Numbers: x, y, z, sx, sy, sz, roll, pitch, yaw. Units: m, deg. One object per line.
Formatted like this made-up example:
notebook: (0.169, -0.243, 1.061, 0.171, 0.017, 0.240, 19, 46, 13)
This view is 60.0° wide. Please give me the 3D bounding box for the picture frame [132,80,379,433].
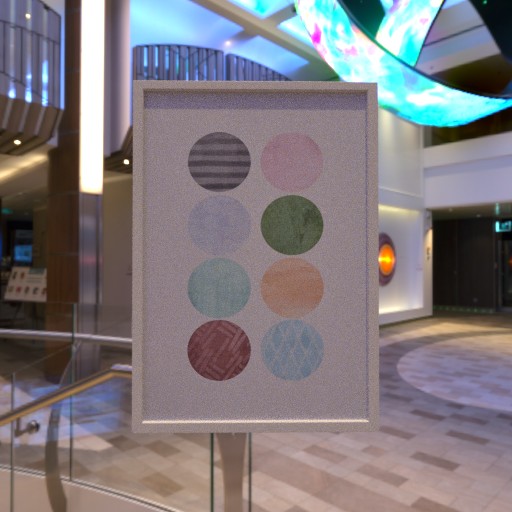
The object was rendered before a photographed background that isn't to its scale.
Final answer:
picture frame: (0.000, 0.000, 0.554, 0.305, 0.434, 0.013, 0, -1, -1)
